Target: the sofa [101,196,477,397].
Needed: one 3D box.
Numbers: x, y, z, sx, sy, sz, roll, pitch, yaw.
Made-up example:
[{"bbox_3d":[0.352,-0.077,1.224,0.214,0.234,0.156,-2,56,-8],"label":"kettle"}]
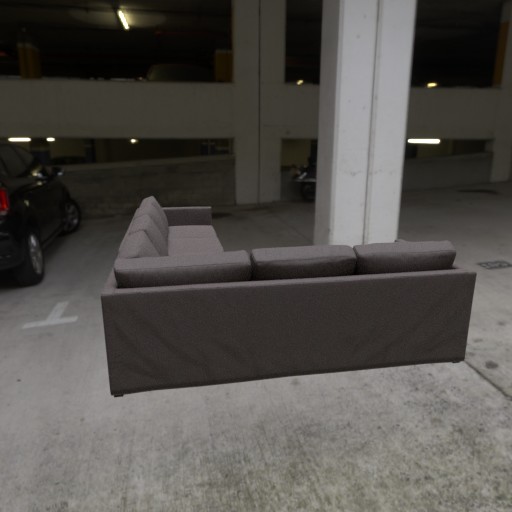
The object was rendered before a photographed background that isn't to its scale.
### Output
[{"bbox_3d":[0.000,0.000,4.305,2.432,0.871,3.182,-3,15,-10],"label":"sofa"}]
